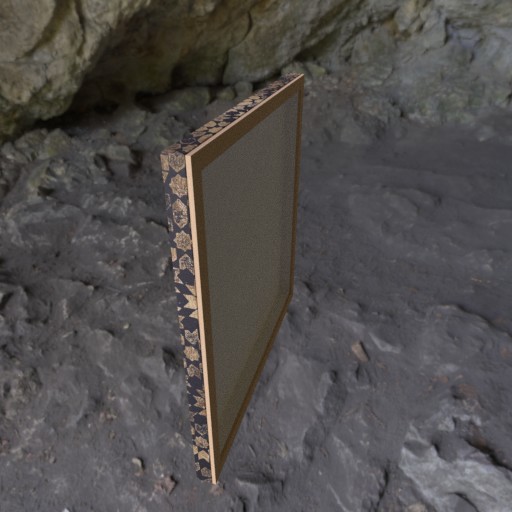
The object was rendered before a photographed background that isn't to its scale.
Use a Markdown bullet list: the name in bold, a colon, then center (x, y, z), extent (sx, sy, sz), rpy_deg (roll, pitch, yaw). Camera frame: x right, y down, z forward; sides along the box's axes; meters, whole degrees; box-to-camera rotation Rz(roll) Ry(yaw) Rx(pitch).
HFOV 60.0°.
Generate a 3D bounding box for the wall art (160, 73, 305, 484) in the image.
- **wall art**: center (0.000, 0.000, 0.903), extent (0.038, 0.612, 0.612), rpy_deg (9, 32, 15)
